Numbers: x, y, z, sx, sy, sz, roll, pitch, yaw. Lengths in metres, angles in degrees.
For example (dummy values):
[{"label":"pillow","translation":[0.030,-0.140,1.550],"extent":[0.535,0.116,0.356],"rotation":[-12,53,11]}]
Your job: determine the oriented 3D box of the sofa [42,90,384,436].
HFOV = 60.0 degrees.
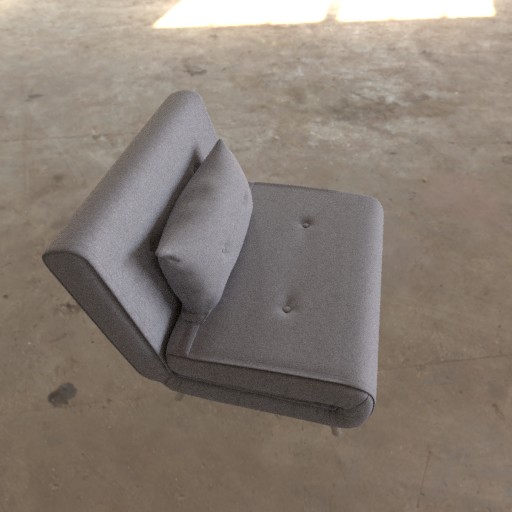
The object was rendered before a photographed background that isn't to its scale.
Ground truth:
[{"label":"sofa","translation":[0.000,0.000,1.740],"extent":[1.000,0.825,1.020],"rotation":[9,46,9]}]
